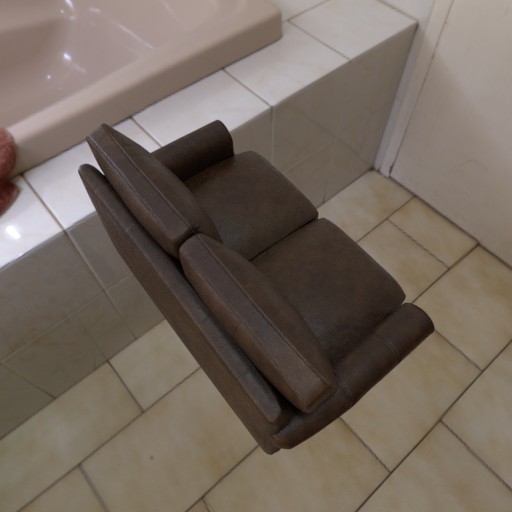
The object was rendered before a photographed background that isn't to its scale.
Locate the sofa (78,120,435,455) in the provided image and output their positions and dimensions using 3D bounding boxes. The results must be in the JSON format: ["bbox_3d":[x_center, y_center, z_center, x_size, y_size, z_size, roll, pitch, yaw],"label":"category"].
[{"bbox_3d":[0.000,0.000,2.168,0.990,0.976,1.616,-34,64,-19],"label":"sofa"}]
